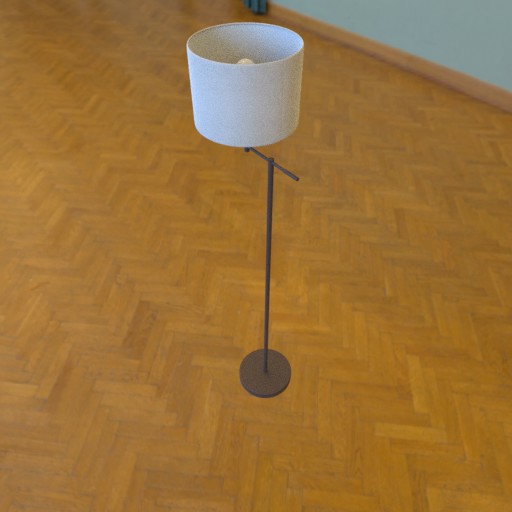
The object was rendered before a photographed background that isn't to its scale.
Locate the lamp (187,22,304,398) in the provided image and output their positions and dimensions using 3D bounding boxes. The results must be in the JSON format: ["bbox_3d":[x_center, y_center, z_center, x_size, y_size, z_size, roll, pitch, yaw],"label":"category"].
[{"bbox_3d":[0.000,0.000,1.763,0.324,1.600,0.416,-30,52,-27],"label":"lamp"}]
